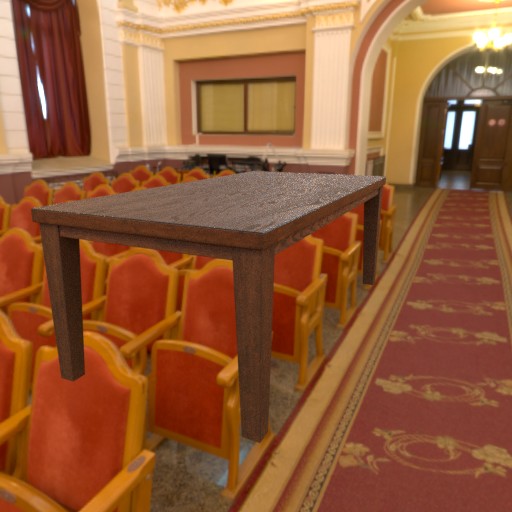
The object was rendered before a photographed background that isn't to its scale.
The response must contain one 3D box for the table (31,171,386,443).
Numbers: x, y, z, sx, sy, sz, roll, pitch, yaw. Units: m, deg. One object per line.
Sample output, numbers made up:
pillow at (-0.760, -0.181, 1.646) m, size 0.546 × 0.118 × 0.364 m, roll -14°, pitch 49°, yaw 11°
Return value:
table at (0.000, 0.000, 2.494) m, size 1.016 × 0.762 × 1.981 m, roll 7°, pitch 17°, yaw 25°
